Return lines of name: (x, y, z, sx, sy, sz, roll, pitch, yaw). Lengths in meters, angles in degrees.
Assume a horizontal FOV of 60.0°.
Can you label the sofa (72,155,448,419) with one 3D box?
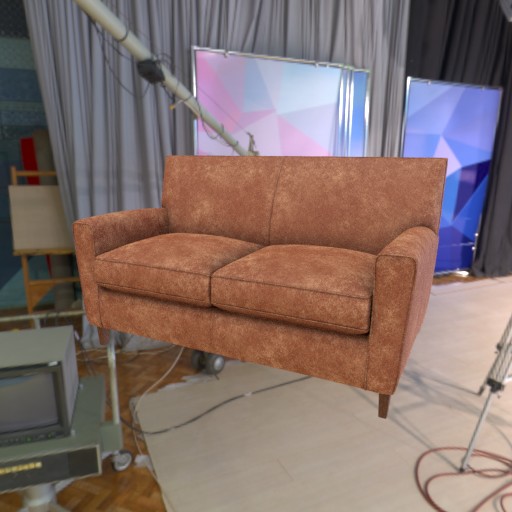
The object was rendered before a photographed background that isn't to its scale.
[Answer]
sofa: (0.000, 0.000, 2.000, 1.473, 0.871, 0.787, 7, 15, 26)
